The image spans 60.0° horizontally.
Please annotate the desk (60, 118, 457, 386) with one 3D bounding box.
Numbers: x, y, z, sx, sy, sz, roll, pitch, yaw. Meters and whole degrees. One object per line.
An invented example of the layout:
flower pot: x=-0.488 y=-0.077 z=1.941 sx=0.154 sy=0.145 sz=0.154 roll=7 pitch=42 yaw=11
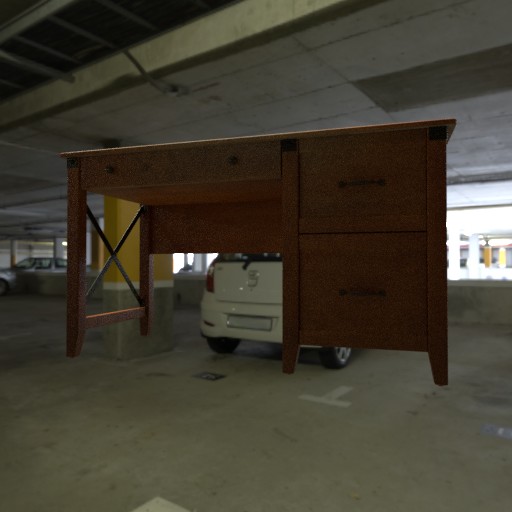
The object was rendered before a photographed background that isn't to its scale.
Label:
desk: x=0.000 y=0.000 z=1.701 sx=1.353 sy=0.756 sz=0.574 roll=0 pitch=-1 yaw=17
